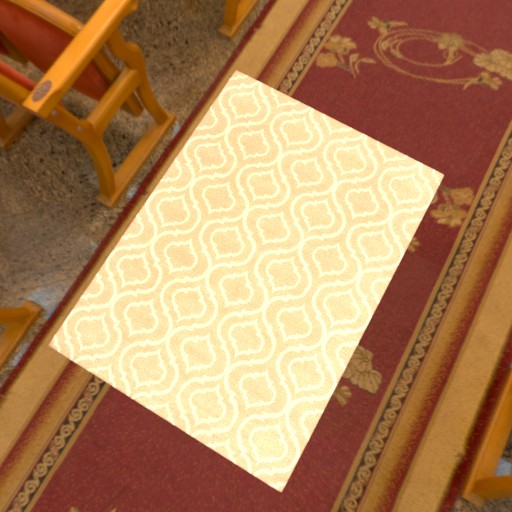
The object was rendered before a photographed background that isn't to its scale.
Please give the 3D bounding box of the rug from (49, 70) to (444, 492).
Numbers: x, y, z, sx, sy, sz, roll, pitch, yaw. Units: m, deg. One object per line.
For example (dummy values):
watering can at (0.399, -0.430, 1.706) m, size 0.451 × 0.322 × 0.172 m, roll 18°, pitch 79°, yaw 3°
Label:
rug at (0.000, 0.000, 4.242) m, size 2.438 × 0.010 × 3.353 m, roll 29°, pitch 78°, yaw 7°
